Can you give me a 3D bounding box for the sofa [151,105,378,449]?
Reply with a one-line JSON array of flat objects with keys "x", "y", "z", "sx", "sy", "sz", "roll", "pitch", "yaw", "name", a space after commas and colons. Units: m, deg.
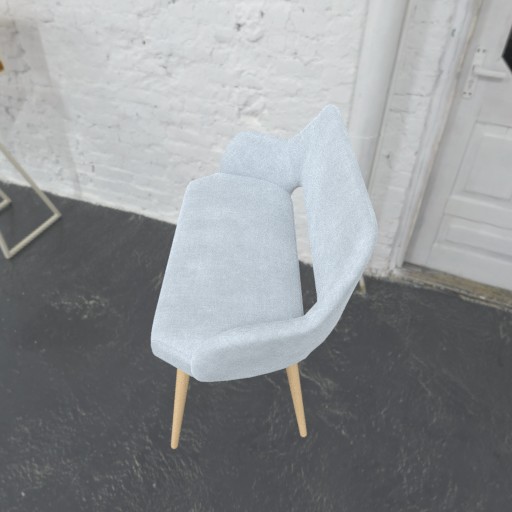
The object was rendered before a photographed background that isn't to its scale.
[{"x": 0.000, "y": 0.000, "z": 1.620, "sx": 0.610, "sy": 0.840, "sz": 1.150, "roll": 0, "pitch": 40, "yaw": 0, "name": "sofa"}]
